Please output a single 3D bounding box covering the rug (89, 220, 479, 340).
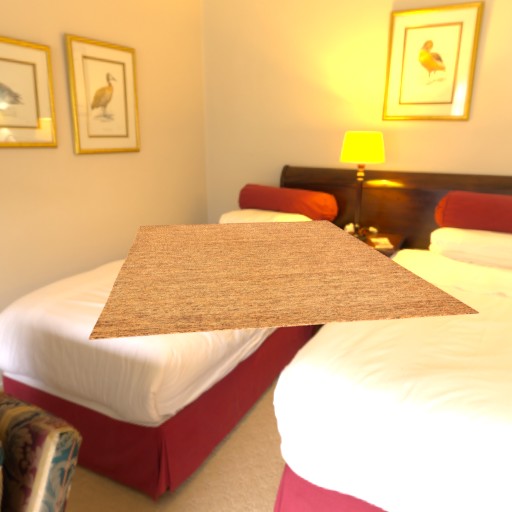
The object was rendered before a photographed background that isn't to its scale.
[{"bbox_3d":[0.000,0.000,4.222,2.438,0.012,3.200,-2,16,-9],"label":"rug"}]
